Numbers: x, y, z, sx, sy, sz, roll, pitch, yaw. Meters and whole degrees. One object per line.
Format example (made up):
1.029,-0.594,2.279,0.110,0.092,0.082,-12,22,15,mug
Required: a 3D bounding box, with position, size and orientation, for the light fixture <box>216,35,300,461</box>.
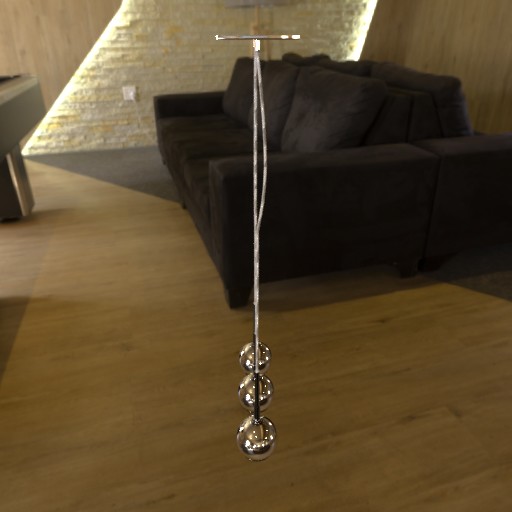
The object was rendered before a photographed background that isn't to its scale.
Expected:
0.000,0.000,1.579,0.188,1.408,0.623,0,27,-1,light fixture
